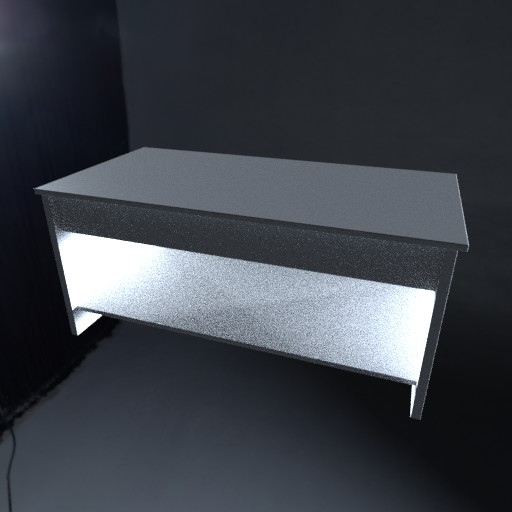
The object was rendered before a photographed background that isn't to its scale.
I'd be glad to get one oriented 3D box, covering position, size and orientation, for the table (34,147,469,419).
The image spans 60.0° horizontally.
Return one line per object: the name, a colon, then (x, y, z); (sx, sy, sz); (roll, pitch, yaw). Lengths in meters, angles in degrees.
table: (0.000, 0.000, 1.265); (1.000, 0.441, 0.500); (9, 28, 18)
